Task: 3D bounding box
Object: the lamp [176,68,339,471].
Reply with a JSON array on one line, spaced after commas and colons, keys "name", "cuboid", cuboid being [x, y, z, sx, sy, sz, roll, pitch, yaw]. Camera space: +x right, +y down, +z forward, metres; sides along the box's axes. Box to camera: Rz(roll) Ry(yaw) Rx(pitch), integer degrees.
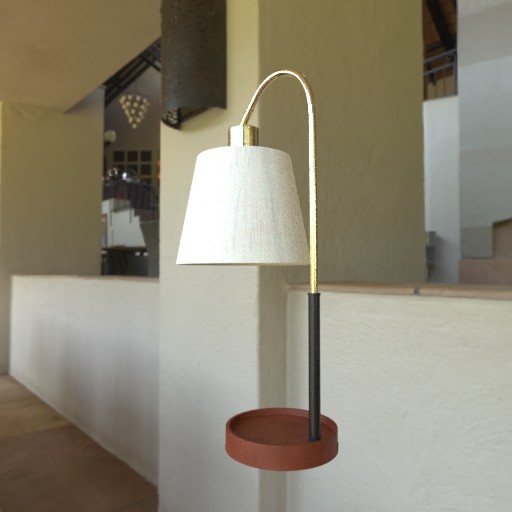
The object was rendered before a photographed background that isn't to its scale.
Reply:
[{"name": "lamp", "cuboid": [0.000, 0.000, 0.676, 0.211, 0.536, 0.273, 2, -3, -37]}]
